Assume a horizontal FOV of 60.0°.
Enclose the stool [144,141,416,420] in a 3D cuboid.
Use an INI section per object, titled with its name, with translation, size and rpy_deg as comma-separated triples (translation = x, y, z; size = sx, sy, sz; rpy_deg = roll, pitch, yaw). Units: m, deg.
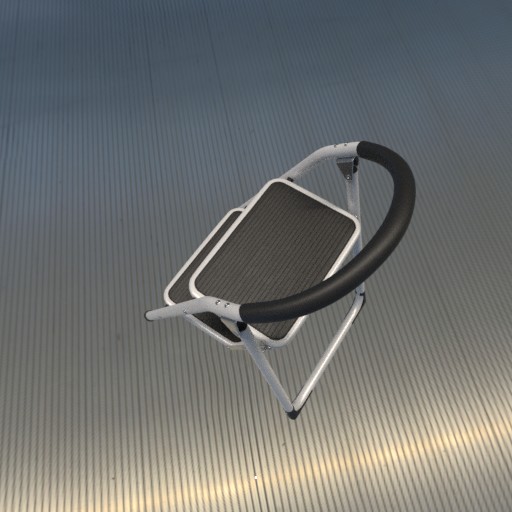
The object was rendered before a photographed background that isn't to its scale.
[stool]
translation = 0.000, 0.000, 1.074
size = 0.559, 0.760, 0.453
rpy_deg = 31, 67, 14
